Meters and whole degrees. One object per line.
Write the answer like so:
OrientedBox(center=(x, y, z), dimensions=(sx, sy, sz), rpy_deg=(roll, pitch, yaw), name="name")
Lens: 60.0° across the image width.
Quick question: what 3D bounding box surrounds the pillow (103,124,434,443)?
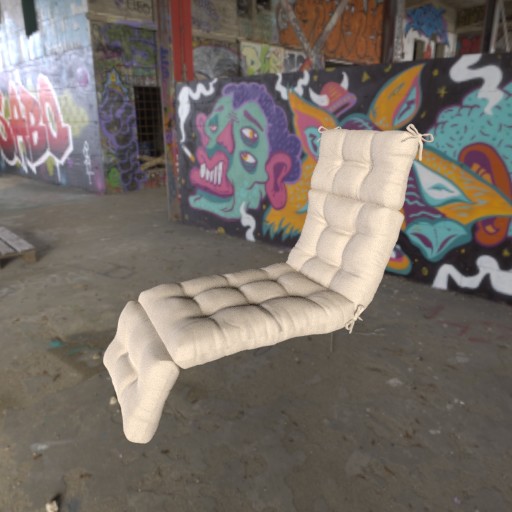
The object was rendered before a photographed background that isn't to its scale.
OrientedBox(center=(0.000, 0.000, 1.510), dimensions=(1.016, 0.863, 0.526), rpy_deg=(-8, 19, -25), name="pillow")
